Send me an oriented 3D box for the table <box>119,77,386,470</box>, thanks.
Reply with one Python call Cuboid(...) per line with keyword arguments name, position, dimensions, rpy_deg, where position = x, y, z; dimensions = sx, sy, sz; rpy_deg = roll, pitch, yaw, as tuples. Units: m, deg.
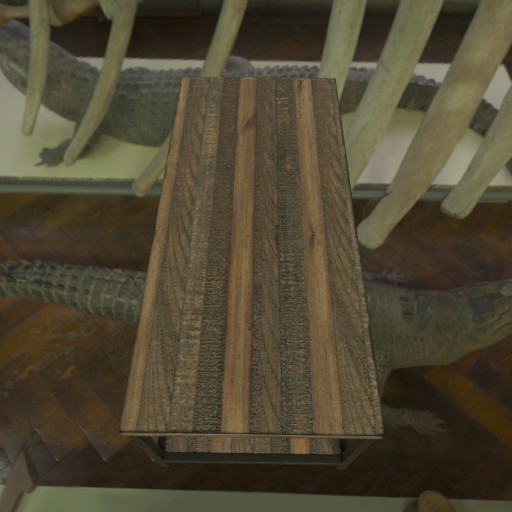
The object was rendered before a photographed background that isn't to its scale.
Cuboid(name="table", position=(0.000, 0.000, 1.189), dimensions=(0.452, 0.399, 0.990), rpy_deg=(1, 56, 0))
